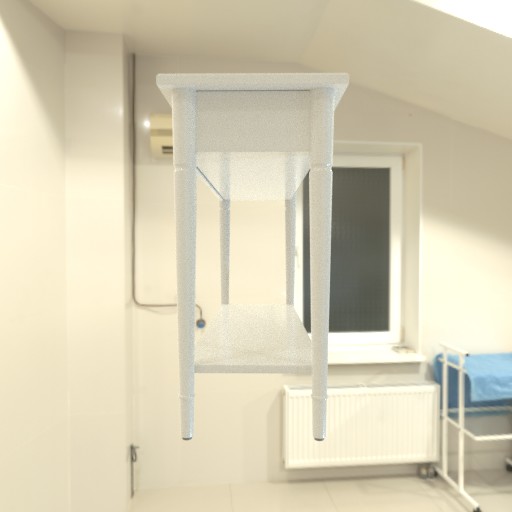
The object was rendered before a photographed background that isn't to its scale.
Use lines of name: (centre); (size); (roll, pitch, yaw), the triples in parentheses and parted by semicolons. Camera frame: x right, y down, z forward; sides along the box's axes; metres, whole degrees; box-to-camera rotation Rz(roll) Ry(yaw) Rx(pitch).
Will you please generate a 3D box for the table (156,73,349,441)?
table: (0.000, 0.000, 1.416); (0.381, 0.749, 1.067); (0, 1, 1)
